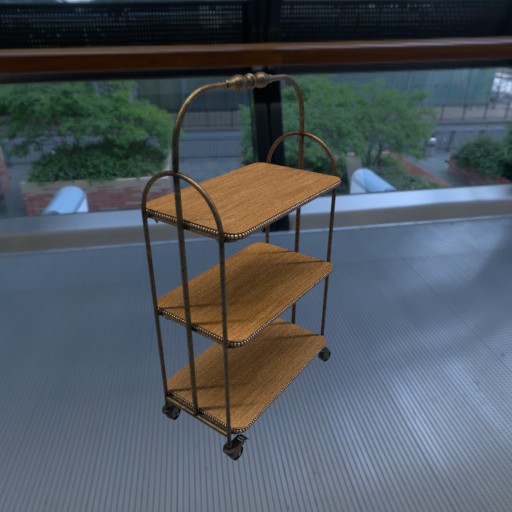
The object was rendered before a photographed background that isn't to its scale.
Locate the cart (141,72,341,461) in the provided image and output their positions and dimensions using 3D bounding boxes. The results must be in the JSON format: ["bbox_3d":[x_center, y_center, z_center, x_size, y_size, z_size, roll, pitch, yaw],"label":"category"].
[{"bbox_3d":[0.000,0.000,1.371,0.330,1.052,0.650,18,32,32],"label":"cart"}]
